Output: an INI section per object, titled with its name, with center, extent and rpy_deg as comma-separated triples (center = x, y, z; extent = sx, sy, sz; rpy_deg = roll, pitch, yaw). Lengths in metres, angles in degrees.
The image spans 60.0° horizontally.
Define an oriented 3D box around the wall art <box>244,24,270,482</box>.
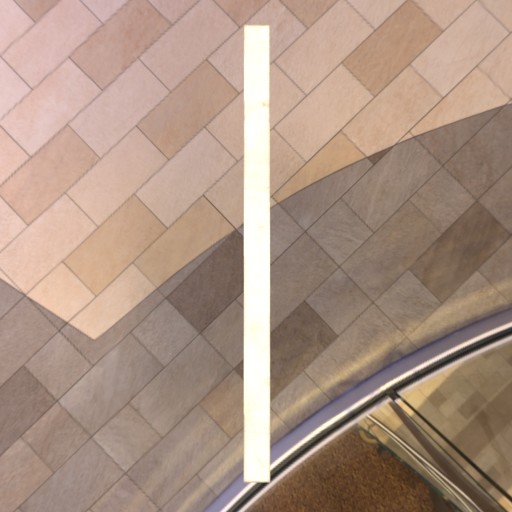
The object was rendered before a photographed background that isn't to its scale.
[wall art]
center = 0.000, 0.000, 0.744
extent = 0.029, 0.506, 0.508
rpy_deg = 0, 89, 0
